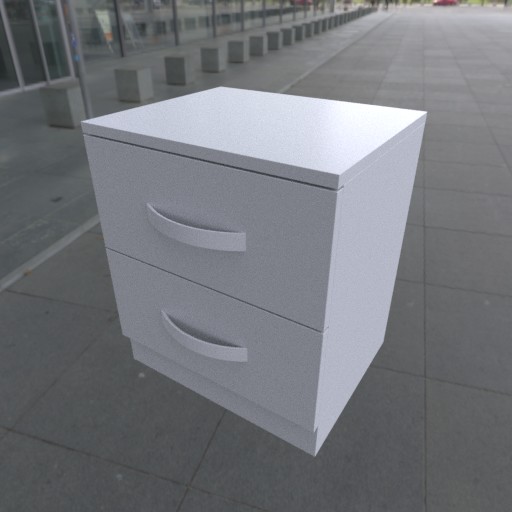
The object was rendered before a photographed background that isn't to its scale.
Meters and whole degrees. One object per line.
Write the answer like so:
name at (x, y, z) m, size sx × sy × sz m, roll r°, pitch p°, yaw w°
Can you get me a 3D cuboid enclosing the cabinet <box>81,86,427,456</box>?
cabinet at (0.000, 0.000, 0.771) m, size 0.400 × 0.470 × 0.360 m, roll 18°, pitch 35°, yaw 28°
